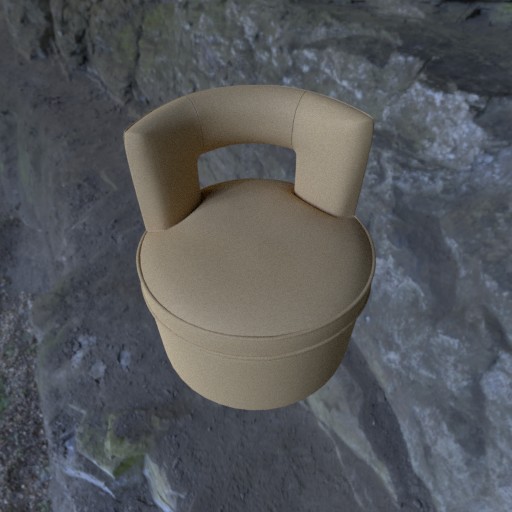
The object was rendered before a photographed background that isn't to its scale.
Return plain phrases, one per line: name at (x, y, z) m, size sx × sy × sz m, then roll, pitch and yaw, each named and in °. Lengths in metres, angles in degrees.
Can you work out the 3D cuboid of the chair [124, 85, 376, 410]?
chair at (0.000, 0.000, 1.254) m, size 0.650 × 0.723 × 0.665 m, roll -4°, pitch 45°, yaw -5°
